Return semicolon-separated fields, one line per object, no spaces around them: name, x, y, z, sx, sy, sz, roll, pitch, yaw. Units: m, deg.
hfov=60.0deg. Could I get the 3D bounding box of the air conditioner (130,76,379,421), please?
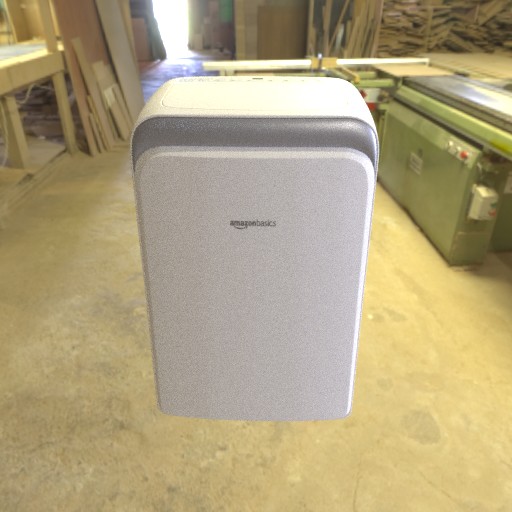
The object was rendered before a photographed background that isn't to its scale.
air conditioner;0.000;0.000;0.964;0.454;0.700;0.365;1;29;1
